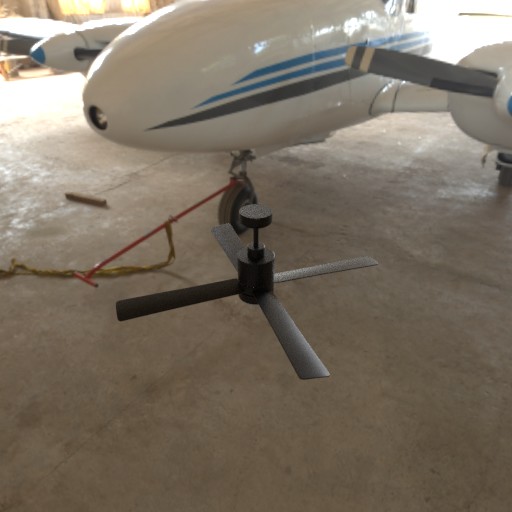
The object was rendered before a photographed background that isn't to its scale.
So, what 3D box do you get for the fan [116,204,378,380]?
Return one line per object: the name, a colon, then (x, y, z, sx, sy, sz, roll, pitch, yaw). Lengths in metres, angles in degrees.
fan: (0.000, 0.000, 2.410, 1.525, 0.534, 1.525, -10, 32, -16)
